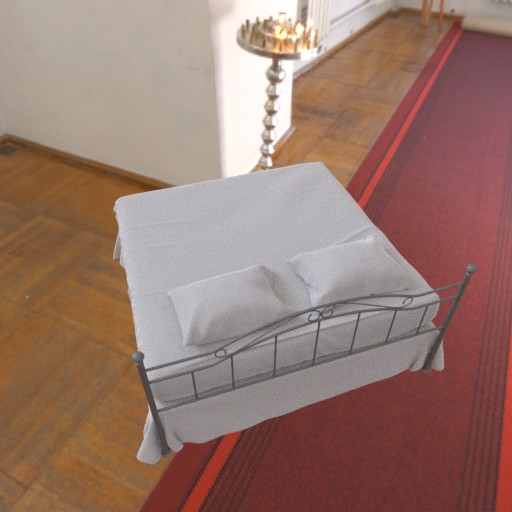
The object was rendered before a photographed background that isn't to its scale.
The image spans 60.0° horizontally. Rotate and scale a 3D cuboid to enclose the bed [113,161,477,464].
[{"bbox_3d":[0.000,0.000,3.499,2.309,1.080,2.220,-13,44,-14],"label":"bed"}]
